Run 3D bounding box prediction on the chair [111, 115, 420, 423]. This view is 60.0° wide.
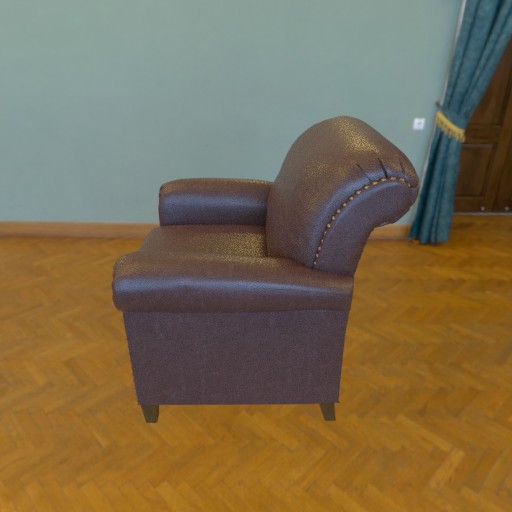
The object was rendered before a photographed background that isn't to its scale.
[{"bbox_3d":[0.000,0.000,1.625,0.890,0.927,0.854,0,27,0],"label":"chair"}]
